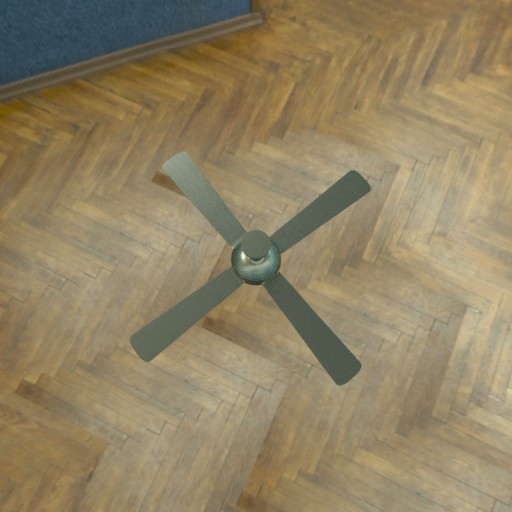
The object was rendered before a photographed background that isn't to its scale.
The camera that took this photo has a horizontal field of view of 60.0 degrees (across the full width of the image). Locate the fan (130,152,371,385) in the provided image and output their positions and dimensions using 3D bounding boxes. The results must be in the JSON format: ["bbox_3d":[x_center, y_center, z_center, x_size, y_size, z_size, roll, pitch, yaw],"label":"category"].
[{"bbox_3d":[0.000,0.000,2.040,1.321,0.381,1.321,-17,75,-5],"label":"fan"}]
